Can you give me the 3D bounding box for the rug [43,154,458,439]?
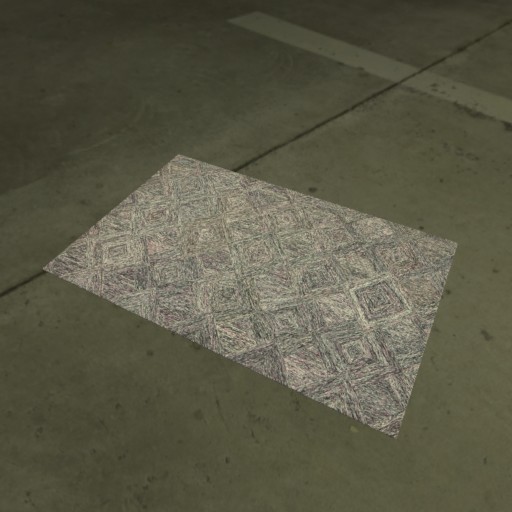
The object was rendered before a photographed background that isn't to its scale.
[{"bbox_3d":[0.000,0.000,2.921,2.298,0.017,1.501,21,49,19],"label":"rug"}]
